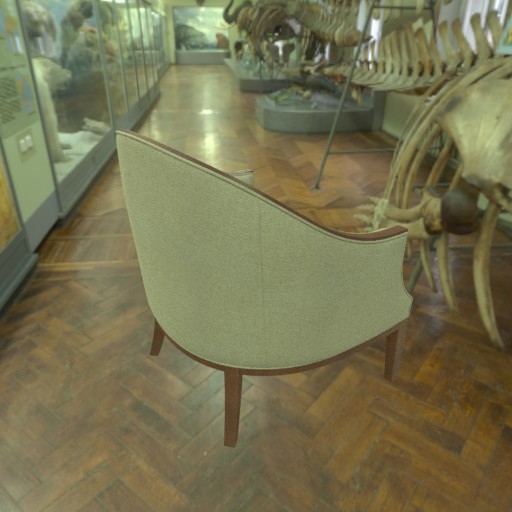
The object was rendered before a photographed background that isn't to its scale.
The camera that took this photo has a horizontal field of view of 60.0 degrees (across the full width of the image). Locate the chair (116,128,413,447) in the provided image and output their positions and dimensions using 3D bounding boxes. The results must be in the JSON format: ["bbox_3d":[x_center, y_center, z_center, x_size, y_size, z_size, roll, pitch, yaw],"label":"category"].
[{"bbox_3d":[0.000,0.000,1.468,0.735,0.876,0.803,-19,32,-32],"label":"chair"}]
